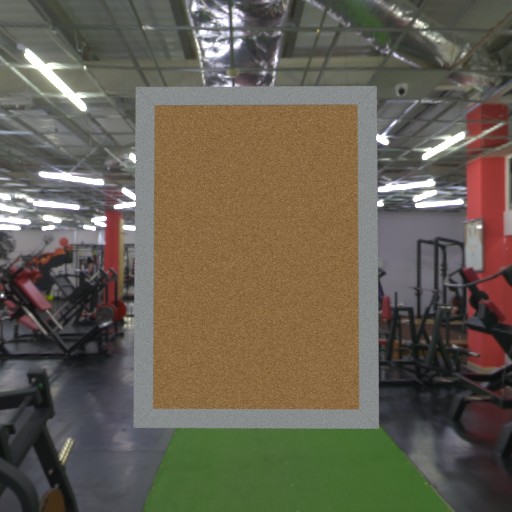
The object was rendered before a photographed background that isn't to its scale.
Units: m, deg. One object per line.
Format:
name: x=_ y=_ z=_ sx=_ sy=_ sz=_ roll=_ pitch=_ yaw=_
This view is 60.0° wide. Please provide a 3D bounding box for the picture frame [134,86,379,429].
picture frame: x=0.000 y=0.000 z=0.600 sx=0.326 sy=0.459 sz=0.011 roll=0 pitch=-1 yaw=1
